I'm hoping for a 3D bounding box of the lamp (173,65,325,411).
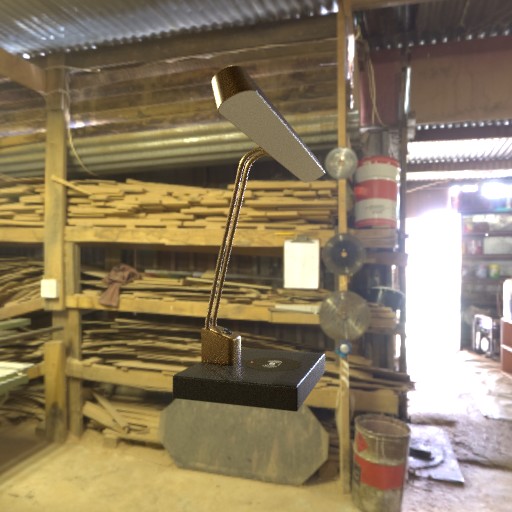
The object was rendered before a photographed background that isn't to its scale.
[{"bbox_3d":[0.000,0.000,0.600,0.156,0.345,0.412,0,-1,18],"label":"lamp"}]
